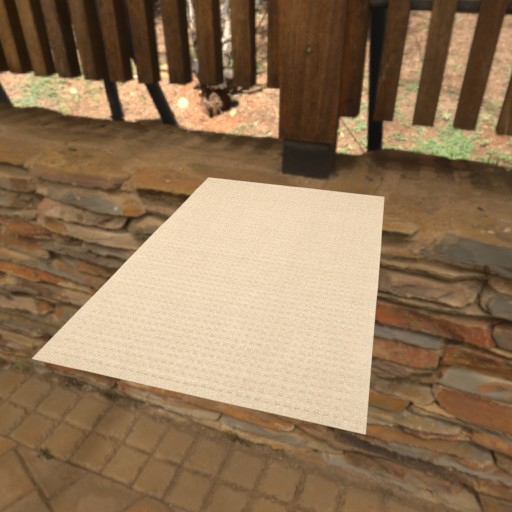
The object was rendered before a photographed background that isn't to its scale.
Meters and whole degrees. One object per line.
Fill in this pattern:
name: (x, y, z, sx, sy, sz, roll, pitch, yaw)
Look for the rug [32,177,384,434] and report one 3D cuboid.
rug: (0.000, 0.000, 2.820, 1.523, 0.006, 2.289, 8, 33, 13)
